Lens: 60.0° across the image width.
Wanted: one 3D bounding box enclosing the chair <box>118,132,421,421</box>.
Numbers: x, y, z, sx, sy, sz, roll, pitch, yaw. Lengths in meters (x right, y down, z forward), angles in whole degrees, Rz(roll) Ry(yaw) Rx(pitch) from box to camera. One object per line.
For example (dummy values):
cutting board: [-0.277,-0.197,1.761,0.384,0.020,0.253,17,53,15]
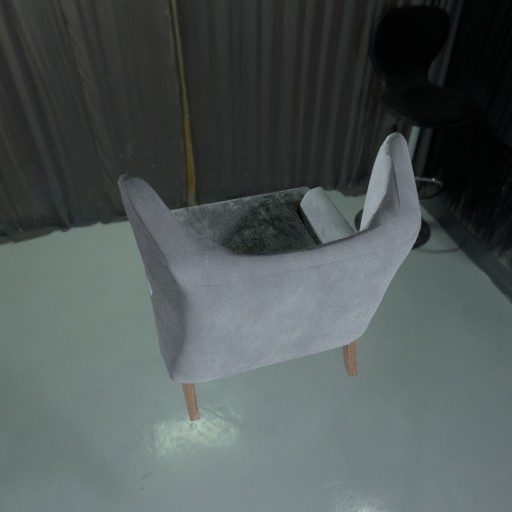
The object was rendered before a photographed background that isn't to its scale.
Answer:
chair: [0.000,0.000,1.562,0.784,0.950,0.906,-11,43,-13]
